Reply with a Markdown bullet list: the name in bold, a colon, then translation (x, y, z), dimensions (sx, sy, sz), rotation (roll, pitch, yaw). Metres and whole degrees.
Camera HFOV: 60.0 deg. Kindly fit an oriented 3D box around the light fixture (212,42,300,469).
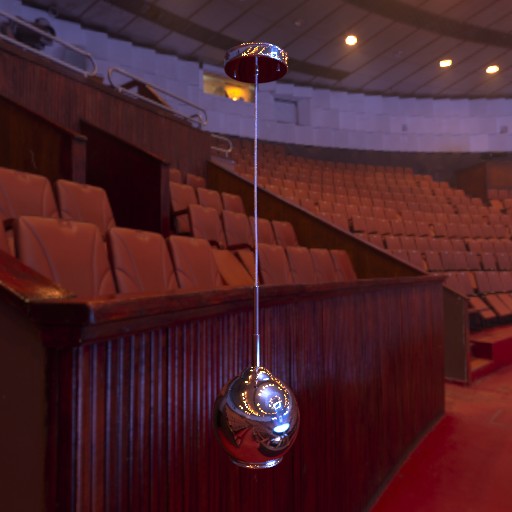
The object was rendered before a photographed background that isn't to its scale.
- **light fixture**: translation (0.000, 0.000, 1.710), dimensions (0.336, 1.538, 0.336), rotation (0, -1, 18)
